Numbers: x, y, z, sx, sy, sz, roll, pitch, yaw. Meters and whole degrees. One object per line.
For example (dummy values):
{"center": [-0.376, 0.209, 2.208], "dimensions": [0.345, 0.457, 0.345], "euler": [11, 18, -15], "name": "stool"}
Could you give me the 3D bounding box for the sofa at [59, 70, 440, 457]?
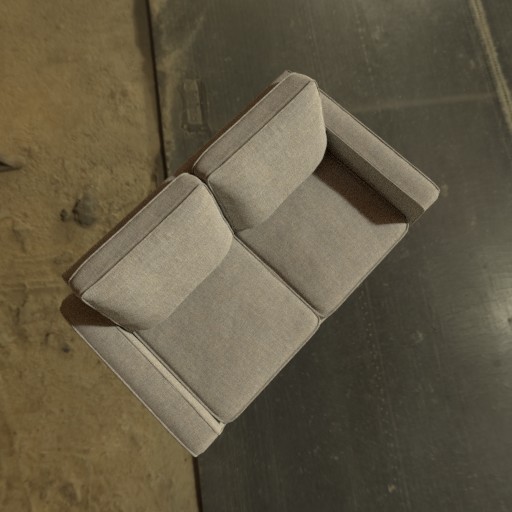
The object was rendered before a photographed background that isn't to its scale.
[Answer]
{"center": [0.000, 0.000, 2.228], "dimensions": [0.945, 0.915, 1.706], "euler": [43, 80, 10], "name": "sofa"}
